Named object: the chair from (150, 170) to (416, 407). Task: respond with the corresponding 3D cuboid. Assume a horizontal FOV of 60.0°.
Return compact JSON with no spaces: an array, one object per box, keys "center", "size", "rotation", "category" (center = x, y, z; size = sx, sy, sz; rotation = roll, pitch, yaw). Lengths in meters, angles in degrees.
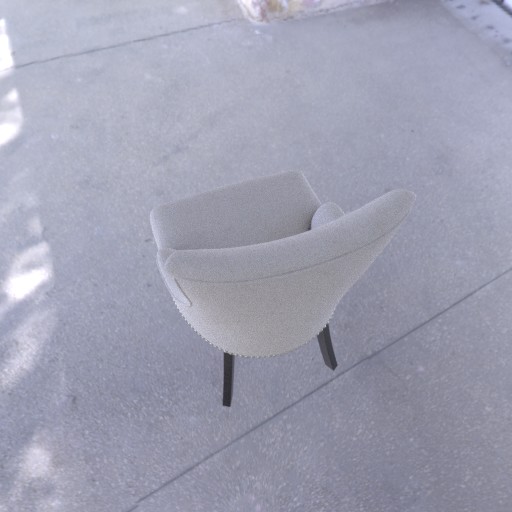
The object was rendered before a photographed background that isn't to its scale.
[{"center":[0.000,0.000,1.329],"size":[0.566,0.909,0.629],"rotation":[-16,59,-10],"category":"chair"}]
